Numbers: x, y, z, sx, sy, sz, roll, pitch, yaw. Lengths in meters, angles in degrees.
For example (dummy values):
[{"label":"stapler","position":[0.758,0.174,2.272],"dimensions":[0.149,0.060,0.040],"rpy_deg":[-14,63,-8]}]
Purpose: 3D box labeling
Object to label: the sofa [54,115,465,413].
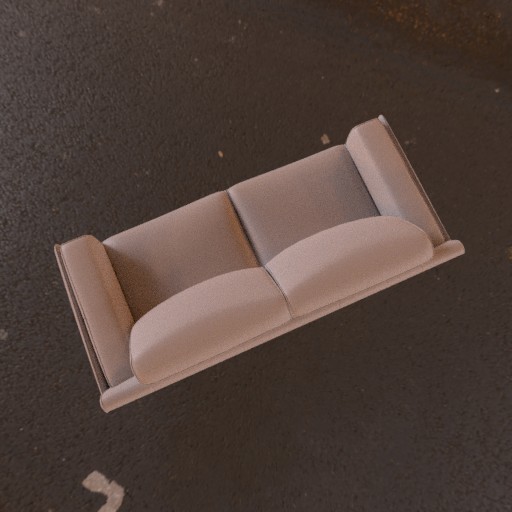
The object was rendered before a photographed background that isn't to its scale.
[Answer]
[{"label":"sofa","position":[0.000,0.000,2.583],"dimensions":[2.101,0.930,1.049],"rpy_deg":[-23,77,-6]}]
